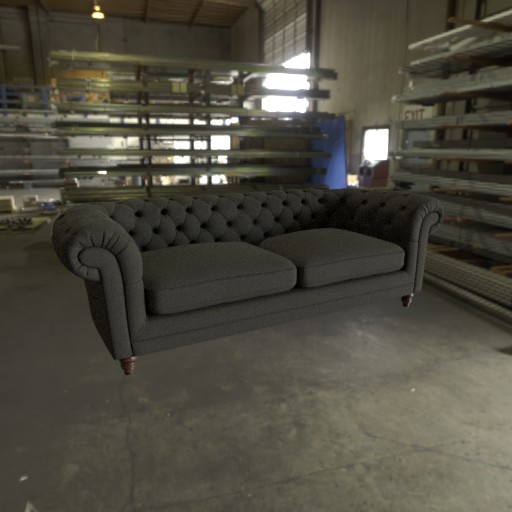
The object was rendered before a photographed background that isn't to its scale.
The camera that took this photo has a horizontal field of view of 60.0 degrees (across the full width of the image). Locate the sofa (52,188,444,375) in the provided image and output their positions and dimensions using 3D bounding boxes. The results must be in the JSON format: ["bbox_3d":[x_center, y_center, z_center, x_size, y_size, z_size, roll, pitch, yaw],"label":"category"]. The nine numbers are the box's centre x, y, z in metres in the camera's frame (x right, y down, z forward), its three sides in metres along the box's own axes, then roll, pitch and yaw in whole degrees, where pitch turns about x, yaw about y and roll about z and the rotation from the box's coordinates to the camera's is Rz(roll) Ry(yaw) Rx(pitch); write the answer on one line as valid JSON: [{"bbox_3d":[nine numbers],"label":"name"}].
[{"bbox_3d":[0.000,0.000,2.829,2.362,0.762,0.991,-8,16,-29],"label":"sofa"}]
